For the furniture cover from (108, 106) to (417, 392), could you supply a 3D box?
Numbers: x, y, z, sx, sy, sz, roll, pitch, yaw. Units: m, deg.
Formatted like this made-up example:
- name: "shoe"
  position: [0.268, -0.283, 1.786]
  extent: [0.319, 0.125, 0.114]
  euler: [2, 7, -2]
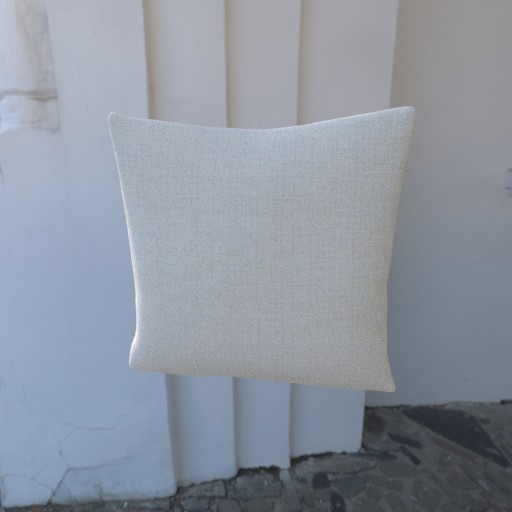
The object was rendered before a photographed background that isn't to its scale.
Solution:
- name: "furniture cover"
  position: [0.000, 0.000, 0.661]
  extent: [0.435, 0.420, 0.145]
  euler: [3, 17, 9]
